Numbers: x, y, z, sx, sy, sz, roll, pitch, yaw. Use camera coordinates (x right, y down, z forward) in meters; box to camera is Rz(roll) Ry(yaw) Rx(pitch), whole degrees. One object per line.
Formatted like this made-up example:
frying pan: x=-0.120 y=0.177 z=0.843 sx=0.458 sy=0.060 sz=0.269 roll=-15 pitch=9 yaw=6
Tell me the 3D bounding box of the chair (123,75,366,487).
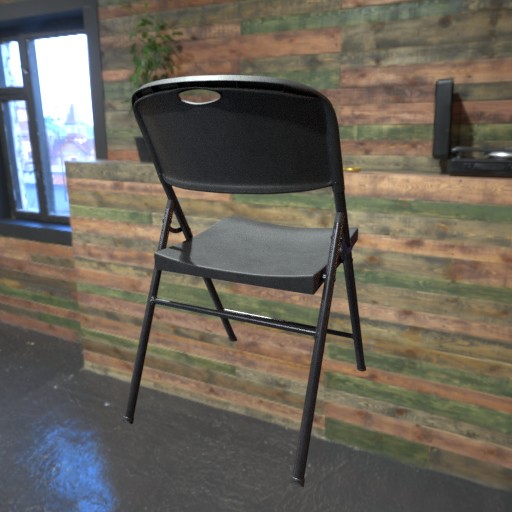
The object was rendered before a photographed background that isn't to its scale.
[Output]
chair: x=0.000 y=0.000 z=1.150 sx=0.494 sy=0.810 sz=0.566 roll=7 pitch=16 yaw=26
